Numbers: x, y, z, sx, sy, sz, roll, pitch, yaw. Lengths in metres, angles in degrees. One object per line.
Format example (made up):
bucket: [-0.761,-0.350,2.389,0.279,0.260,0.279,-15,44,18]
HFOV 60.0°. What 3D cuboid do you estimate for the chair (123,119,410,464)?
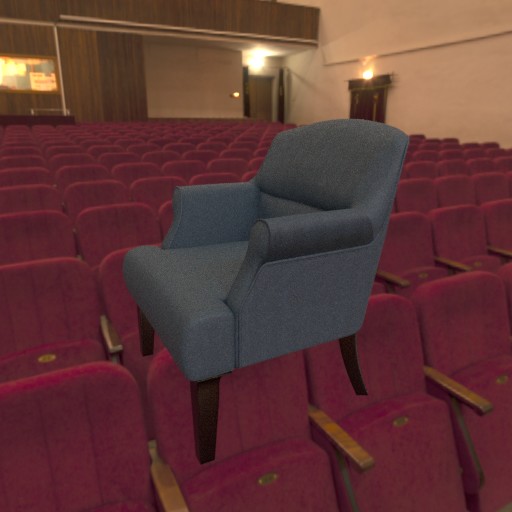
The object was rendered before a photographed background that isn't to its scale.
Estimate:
chair: [0.000,0.000,1.478,0.754,0.878,0.770,-8,18,-26]
